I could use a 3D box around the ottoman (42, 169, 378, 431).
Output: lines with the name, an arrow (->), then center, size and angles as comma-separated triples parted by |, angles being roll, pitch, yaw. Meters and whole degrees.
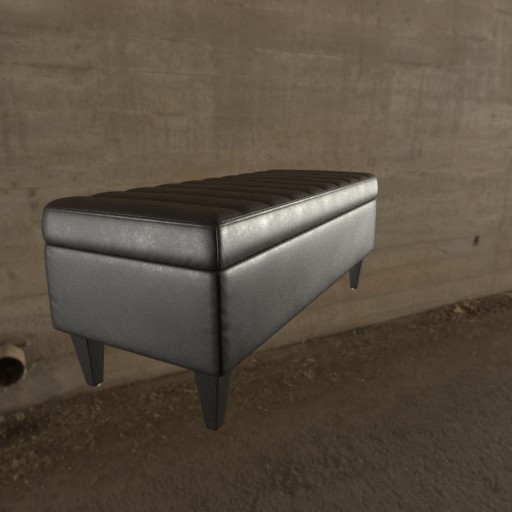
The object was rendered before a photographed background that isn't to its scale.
ottoman -> 0.000, 0.000, 1.397 | 0.482, 0.469, 1.151 | 8, 17, 27
